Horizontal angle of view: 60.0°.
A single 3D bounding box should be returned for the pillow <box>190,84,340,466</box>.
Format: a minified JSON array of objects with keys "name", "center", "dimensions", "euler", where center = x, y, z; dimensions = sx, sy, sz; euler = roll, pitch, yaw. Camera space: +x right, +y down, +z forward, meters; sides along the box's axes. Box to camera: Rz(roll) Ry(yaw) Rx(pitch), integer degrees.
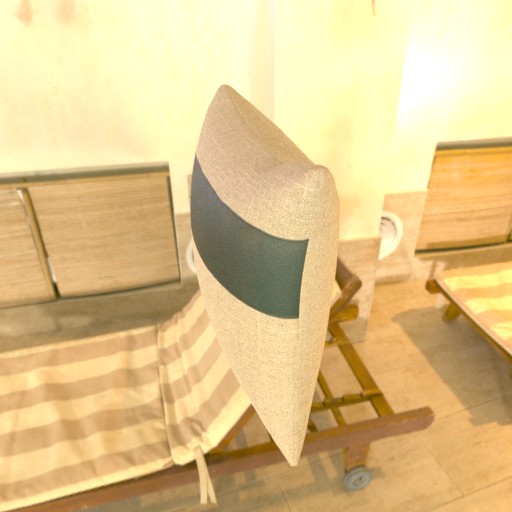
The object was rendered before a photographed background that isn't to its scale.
[{"name":"pillow","center":[0.000,0.000,0.631],"dimensions":[0.173,0.399,0.414],"euler":[-7,31,-12]}]
